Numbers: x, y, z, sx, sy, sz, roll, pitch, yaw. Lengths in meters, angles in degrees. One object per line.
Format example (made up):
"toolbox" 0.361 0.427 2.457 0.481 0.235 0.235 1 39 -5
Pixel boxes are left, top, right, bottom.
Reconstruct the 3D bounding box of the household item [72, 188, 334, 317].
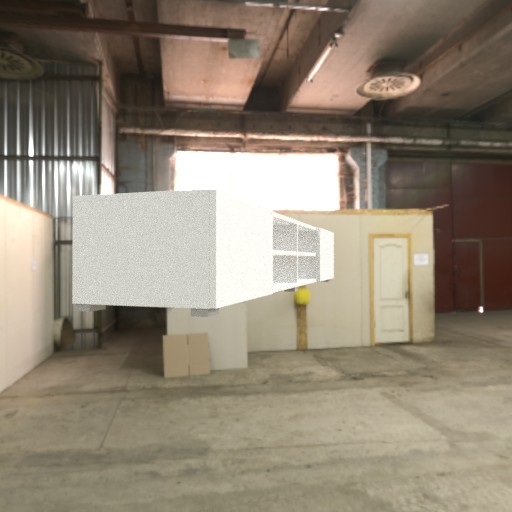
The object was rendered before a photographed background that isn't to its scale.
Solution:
"household item" 0.000 0.000 2.003 0.420 0.310 1.850 0 0 19
